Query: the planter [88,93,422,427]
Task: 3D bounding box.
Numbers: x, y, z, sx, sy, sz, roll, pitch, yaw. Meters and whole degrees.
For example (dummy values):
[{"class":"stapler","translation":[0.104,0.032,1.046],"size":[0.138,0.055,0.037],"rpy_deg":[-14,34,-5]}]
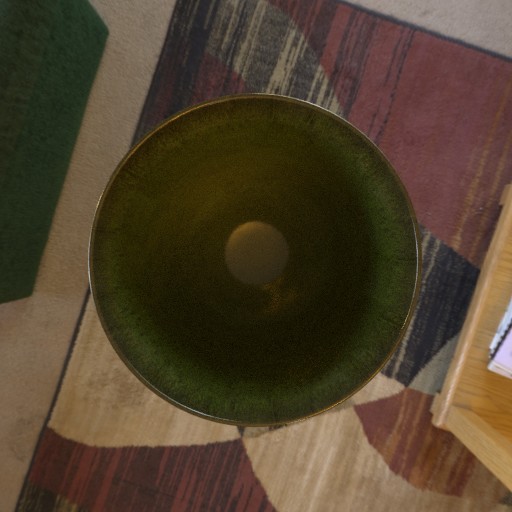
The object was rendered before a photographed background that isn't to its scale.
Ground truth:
[{"class":"planter","translation":[0.000,0.000,0.458],"size":[0.245,0.270,0.245],"rpy_deg":[0,92,0]}]
